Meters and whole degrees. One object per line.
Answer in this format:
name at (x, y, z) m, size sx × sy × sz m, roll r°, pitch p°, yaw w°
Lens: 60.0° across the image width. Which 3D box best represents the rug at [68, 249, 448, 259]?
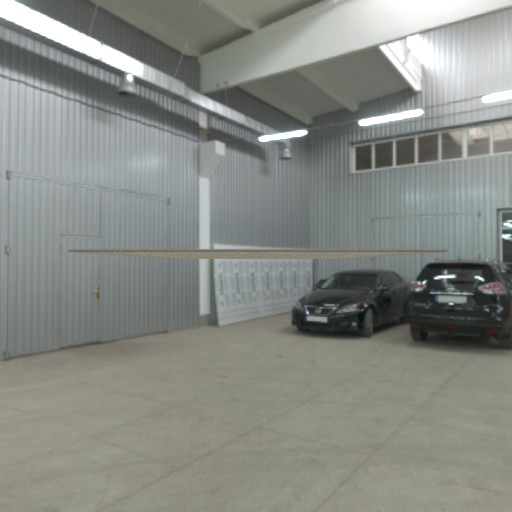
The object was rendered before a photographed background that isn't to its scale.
rug at (0.000, 0.000, 2.970) m, size 1.524 × 0.011 × 2.438 m, roll 0°, pitch -1°, yaw 0°
